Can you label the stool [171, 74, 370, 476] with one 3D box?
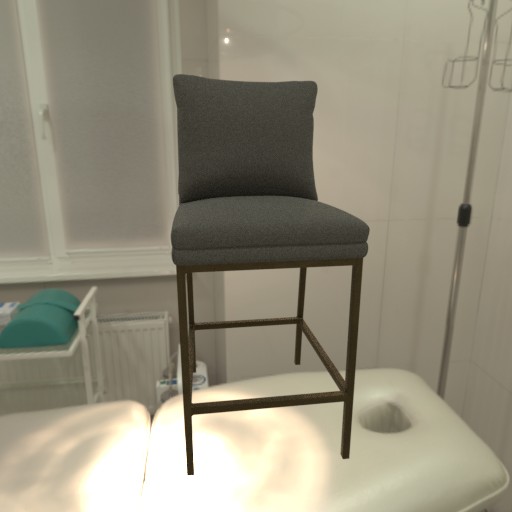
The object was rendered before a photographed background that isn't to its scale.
[{"bbox_3d":[0.000,0.000,1.306,0.463,1.030,0.569,-2,16,-8],"label":"stool"}]
